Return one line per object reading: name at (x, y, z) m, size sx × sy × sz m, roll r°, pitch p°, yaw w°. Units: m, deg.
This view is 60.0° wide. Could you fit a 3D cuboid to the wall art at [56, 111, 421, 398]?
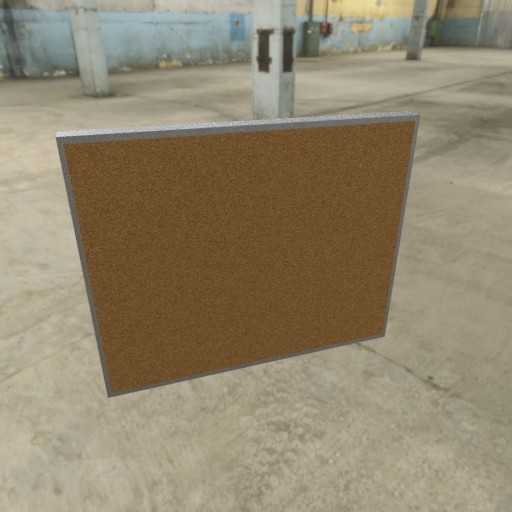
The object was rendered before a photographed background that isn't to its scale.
wall art at (0.000, 0.000, 0.767) m, size 0.557 × 0.450 × 0.037 m, roll -8°, pitch 28°, yaw -16°
